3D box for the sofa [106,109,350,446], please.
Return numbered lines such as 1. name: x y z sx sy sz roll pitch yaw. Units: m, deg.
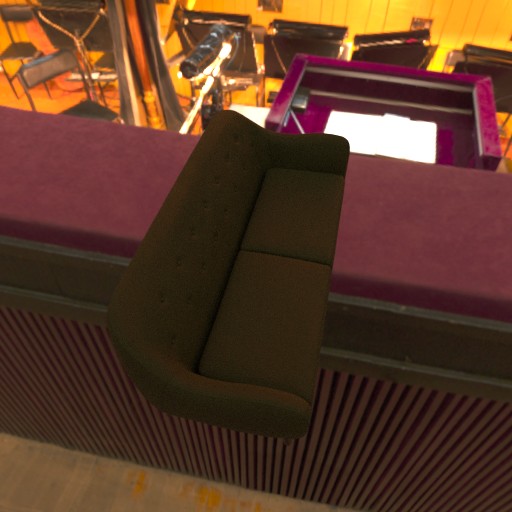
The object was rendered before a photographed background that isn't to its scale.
1. sofa: 0.000 0.000 2.342 0.820 0.836 1.840 10 48 9
